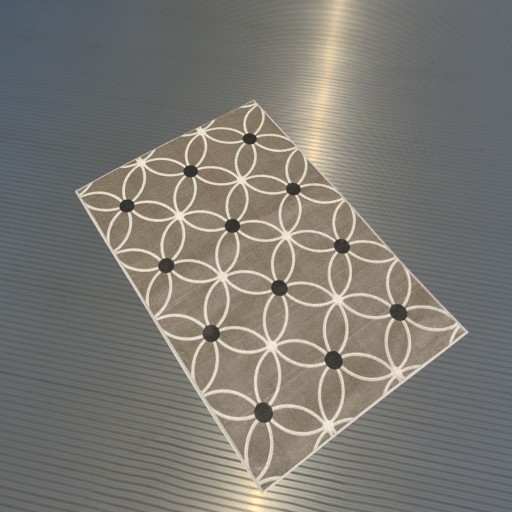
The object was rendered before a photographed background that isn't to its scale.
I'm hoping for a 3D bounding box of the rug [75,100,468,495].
[{"bbox_3d":[0.000,0.000,2.876,1.522,0.008,2.284,-32,68,-14],"label":"rug"}]
